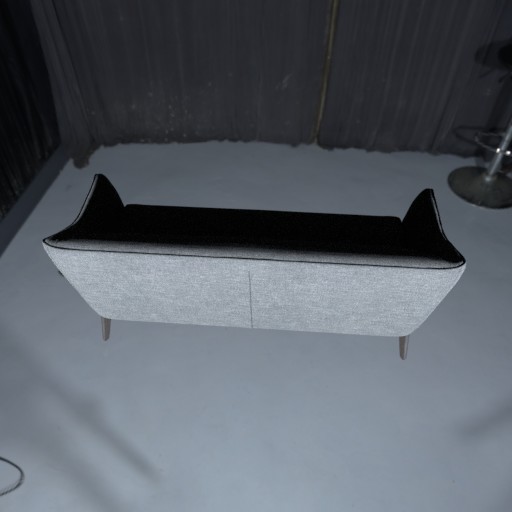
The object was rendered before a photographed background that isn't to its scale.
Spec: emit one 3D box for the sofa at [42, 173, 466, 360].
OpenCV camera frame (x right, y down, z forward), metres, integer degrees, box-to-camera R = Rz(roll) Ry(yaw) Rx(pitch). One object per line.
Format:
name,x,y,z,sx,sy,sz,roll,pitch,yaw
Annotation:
sofa,0.000,0.000,2.372,1.928,0.829,0.867,3,45,3
